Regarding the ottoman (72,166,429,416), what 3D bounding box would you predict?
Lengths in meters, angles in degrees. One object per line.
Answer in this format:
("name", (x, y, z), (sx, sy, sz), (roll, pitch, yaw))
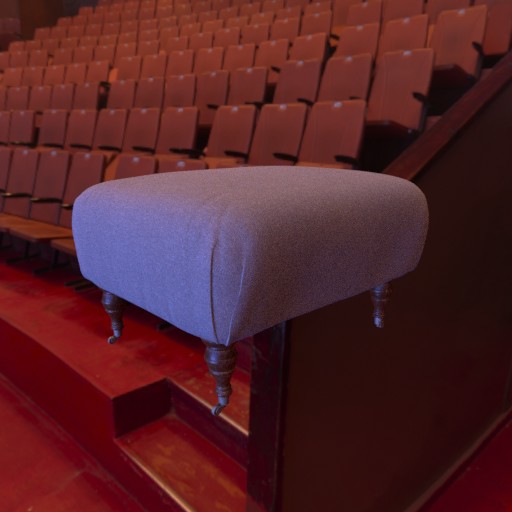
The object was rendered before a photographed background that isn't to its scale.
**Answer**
("ottoman", (0.000, 0.000, 1.155), (0.747, 0.450, 0.622), (-14, 20, -42))
